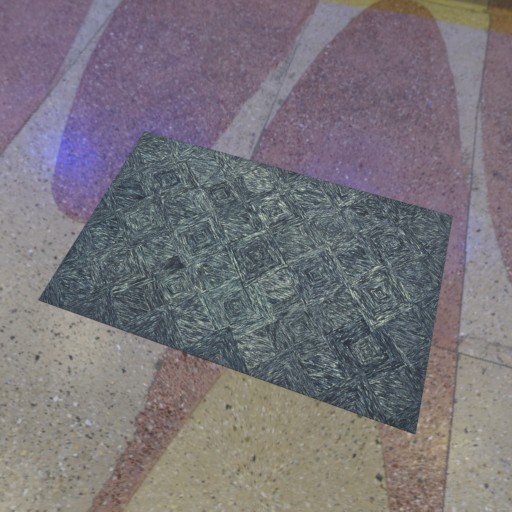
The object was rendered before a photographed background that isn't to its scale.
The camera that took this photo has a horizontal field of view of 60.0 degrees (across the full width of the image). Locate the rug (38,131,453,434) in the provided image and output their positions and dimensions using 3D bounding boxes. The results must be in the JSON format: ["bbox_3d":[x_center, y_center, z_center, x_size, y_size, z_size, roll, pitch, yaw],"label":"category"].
[{"bbox_3d":[0.000,0.000,2.880,2.330,0.017,1.478,17,63,9],"label":"rug"}]
